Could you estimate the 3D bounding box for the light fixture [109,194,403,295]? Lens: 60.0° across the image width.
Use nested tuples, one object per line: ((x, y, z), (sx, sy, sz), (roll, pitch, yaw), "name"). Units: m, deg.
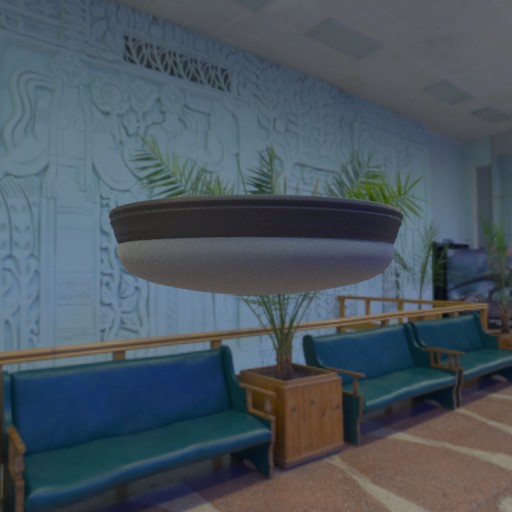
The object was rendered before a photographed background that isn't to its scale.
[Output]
((0.000, 0.000, 0.582), (0.368, 0.100, 0.368), (0, -2, 0), "light fixture")
